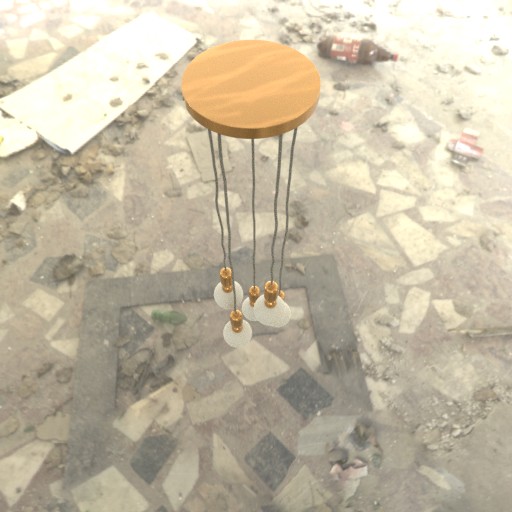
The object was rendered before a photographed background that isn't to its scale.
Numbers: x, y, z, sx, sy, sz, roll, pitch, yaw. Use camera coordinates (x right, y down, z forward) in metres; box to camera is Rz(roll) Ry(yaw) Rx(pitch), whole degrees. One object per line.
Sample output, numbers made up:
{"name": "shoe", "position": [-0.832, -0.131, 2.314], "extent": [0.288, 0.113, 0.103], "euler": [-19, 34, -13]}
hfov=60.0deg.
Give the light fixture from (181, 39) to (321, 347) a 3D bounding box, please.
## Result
{"name": "light fixture", "position": [0.000, 0.000, 0.499], "extent": [0.105, 0.457, 0.108], "euler": [-14, 59, -9]}
